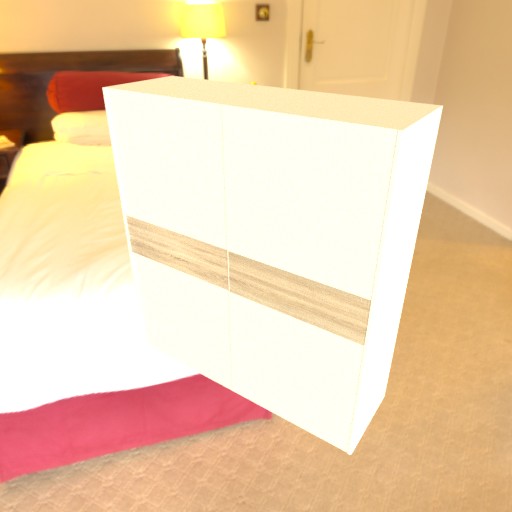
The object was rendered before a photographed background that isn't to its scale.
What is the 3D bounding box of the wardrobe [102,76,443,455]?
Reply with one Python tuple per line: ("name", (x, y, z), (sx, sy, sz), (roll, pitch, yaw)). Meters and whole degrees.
("wardrobe", (0.000, 0.000, 2.927), (1.830, 2.020, 0.600), (19, 35, 30))
